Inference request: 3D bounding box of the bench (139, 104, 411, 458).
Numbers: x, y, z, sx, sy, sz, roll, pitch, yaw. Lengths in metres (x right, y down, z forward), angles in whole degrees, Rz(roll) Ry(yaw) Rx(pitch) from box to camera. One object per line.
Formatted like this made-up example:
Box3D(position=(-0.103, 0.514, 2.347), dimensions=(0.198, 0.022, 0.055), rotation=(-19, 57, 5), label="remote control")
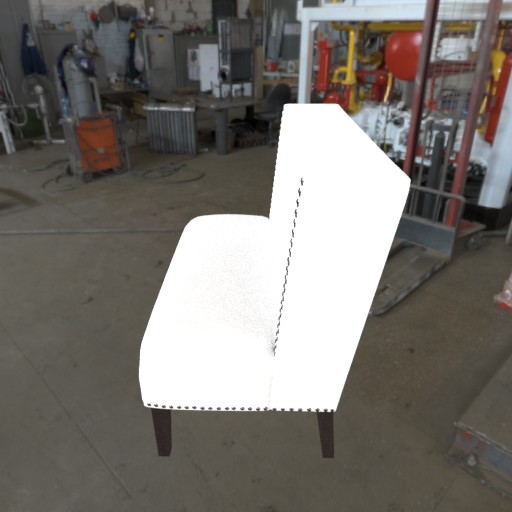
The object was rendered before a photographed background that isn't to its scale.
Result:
Box3D(position=(0.000, 0.000, 1.991), dimensions=(0.847, 1.123, 1.280), rotation=(0, 27, 1), label="bench")
